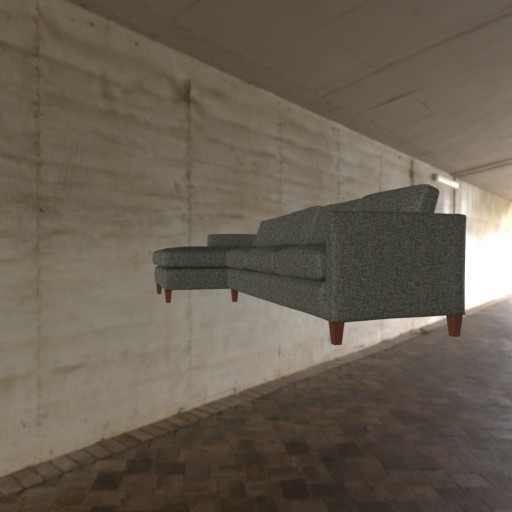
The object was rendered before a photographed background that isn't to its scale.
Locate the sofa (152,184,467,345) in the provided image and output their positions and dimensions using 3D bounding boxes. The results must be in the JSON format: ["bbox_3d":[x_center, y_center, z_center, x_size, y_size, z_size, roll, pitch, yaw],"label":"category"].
[{"bbox_3d":[0.000,0.000,4.083,1.635,0.960,3.485,0,1,-17],"label":"sofa"}]
